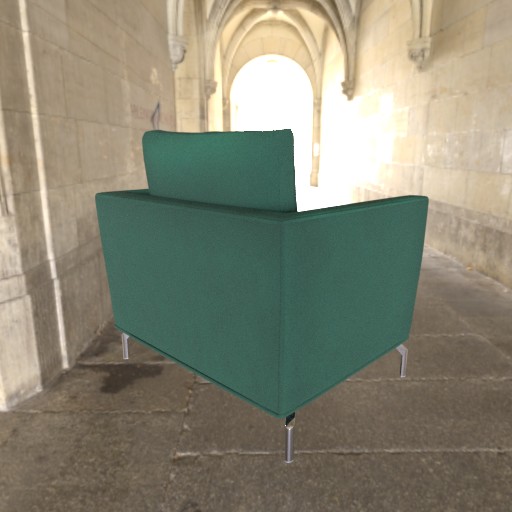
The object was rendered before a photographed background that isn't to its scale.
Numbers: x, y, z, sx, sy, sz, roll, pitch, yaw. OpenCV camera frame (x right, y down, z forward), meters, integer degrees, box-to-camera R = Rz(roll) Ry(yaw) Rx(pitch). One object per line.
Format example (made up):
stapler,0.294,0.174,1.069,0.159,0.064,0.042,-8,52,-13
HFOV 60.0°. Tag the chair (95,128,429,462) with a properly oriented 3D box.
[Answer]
chair,0.000,0.000,1.808,1.047,0.997,0.852,13,19,43
